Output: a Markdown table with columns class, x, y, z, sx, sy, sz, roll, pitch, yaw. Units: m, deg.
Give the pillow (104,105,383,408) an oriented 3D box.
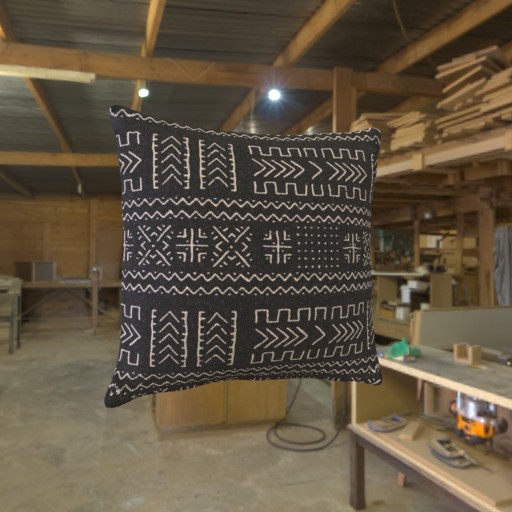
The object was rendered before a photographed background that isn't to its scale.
| class | x | y | z | sx | sy | sz | roll | pitch | yaw |
| --- | --- | --- | --- | --- | --- | --- | --- | --- | --- |
| pillow | 0.000 | 0.000 | 0.677 | 0.438 | 0.430 | 0.164 | 0 | 0 | -17 |
